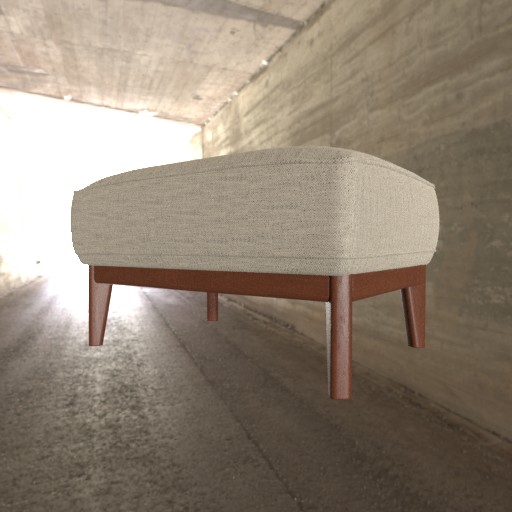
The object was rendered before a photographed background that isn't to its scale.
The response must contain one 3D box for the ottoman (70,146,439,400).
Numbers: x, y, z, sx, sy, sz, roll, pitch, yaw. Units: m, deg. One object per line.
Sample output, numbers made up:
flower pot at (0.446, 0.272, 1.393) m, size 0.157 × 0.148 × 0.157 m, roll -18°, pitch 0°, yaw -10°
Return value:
ottoman at (0.000, 0.000, 1.155) m, size 0.794 × 0.465 × 0.594 m, roll 1°, pitch 2°, yaw 35°
